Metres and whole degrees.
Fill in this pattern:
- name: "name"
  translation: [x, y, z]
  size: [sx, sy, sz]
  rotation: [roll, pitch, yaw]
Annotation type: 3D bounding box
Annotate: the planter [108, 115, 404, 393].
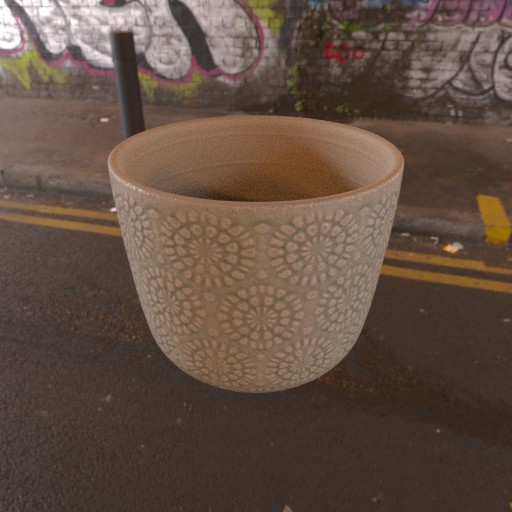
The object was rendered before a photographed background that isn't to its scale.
- name: "planter"
  translation: [0.000, 0.000, 0.219]
  size: [0.124, 0.109, 0.124]
  rotation: [0, 30, 0]
